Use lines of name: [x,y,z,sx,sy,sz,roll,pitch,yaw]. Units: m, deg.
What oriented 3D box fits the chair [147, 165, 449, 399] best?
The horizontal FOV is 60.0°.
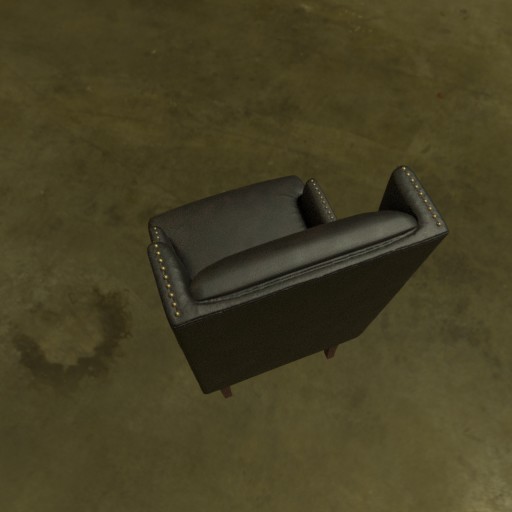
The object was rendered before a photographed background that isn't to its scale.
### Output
chair: [0.000,0.000,1.634,0.703,1.142,0.799,-18,62,-10]
